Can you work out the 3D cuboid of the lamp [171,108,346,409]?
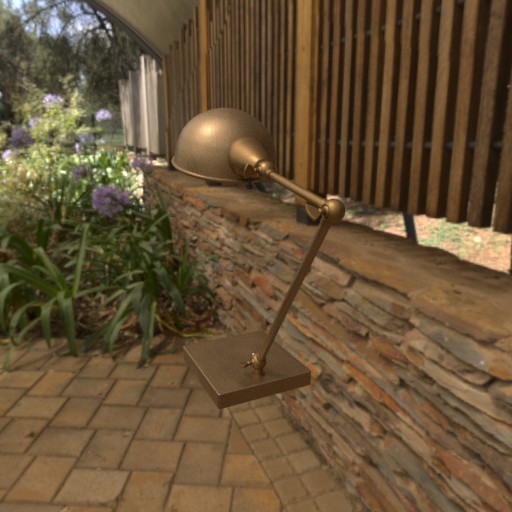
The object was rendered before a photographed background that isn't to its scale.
[{"bbox_3d":[0.000,0.000,0.564,0.149,0.371,0.339,-7,16,-25],"label":"lamp"}]
